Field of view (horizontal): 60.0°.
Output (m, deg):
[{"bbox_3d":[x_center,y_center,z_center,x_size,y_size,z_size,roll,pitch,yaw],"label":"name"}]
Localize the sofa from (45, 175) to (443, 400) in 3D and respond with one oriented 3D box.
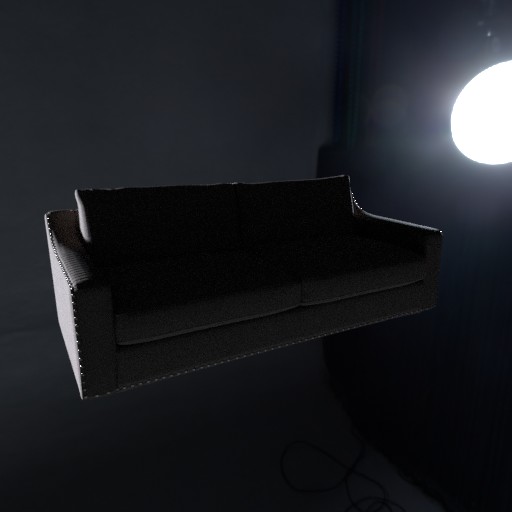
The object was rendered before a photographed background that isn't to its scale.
[{"bbox_3d":[0.000,0.000,2.692,2.208,0.857,1.000,-8,17,-28],"label":"sofa"}]
